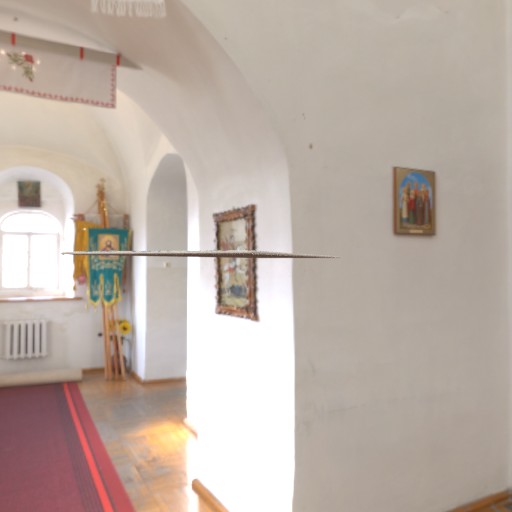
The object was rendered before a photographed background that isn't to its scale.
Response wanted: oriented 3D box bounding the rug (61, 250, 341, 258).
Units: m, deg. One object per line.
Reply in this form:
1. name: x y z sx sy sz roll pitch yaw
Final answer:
1. rug: 0.000 0.000 2.405 0.662 0.011 2.196 0 -1 17
